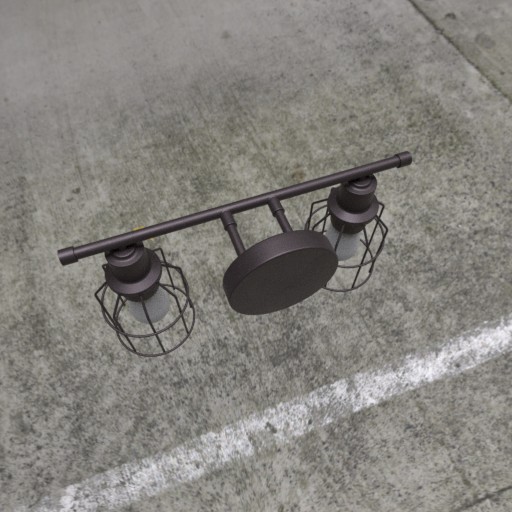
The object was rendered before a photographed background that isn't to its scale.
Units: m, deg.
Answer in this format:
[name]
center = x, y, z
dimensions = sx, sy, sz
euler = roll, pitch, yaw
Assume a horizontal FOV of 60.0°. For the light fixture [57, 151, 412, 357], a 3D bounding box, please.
[light fixture]
center = 0.000, 0.000, 0.535
dimensions = 0.406, 0.254, 0.165
euler = -17, 59, -11
